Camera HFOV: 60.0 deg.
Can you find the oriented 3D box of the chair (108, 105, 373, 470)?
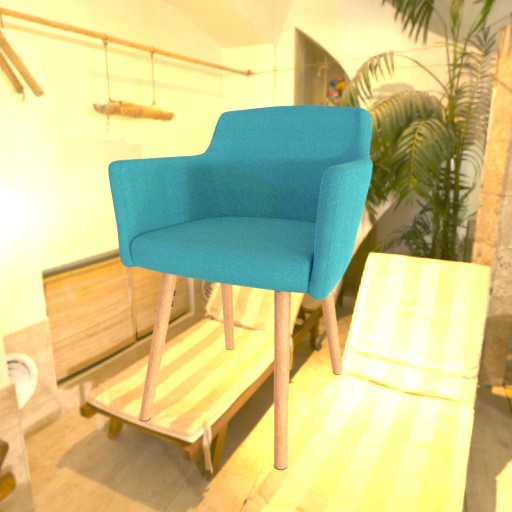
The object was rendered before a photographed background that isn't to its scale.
[{"bbox_3d":[0.000,0.000,1.167,0.570,0.780,0.540,7,17,25],"label":"chair"}]
